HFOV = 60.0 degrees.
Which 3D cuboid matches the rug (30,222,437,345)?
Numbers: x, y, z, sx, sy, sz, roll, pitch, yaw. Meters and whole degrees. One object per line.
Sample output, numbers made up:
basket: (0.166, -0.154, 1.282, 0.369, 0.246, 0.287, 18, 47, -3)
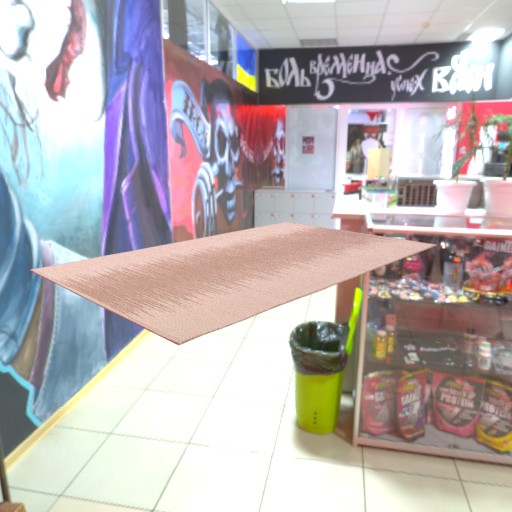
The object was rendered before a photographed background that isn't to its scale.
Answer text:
rug: (0.000, 0.000, 3.066, 1.522, 0.012, 2.440, 13, 19, 42)
